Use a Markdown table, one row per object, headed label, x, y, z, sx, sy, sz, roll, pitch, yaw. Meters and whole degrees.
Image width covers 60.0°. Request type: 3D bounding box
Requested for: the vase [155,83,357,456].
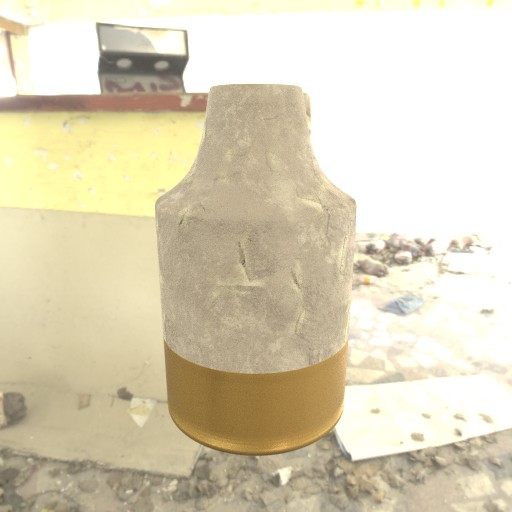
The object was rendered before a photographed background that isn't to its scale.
| label | x | y | z | sx | sy | sz | roll | pitch | yaw |
| --- | --- | --- | --- | --- | --- | --- | --- | --- | --- |
| vase | 0.000 | 0.000 | 0.426 | 0.184 | 0.305 | 0.184 | 0 | 17 | 0 |
